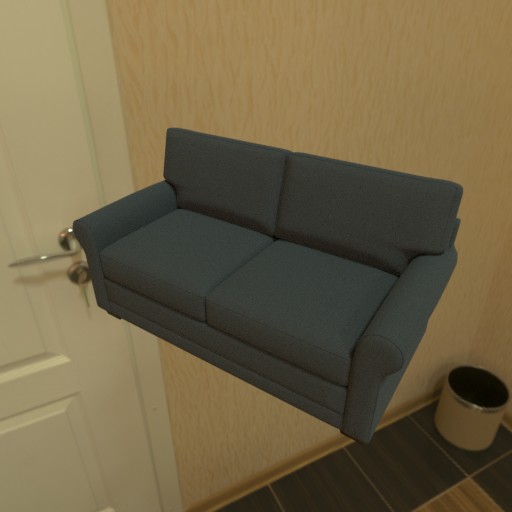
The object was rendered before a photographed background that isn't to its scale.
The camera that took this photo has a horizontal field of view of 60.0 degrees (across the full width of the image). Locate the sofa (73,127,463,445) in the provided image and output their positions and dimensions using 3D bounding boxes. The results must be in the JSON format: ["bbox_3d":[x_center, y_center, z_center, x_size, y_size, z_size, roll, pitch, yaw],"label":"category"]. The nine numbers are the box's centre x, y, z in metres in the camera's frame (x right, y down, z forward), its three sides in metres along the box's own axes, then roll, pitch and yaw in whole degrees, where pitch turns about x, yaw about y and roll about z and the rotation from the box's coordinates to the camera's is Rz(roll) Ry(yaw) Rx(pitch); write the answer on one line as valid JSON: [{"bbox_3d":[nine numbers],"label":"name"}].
[{"bbox_3d":[0.000,0.000,2.455,1.930,1.020,0.940,19,36,28],"label":"sofa"}]
